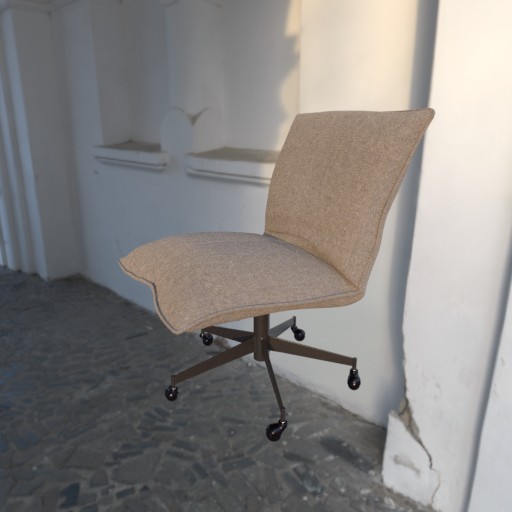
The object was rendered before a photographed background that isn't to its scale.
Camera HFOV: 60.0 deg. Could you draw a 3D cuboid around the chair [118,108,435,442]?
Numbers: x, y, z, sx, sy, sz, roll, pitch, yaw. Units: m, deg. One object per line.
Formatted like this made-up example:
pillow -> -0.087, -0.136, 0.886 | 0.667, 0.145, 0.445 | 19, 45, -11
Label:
chair -> 0.000, 0.000, 1.286 | 0.696, 0.811, 0.597 | -9, 19, -26
